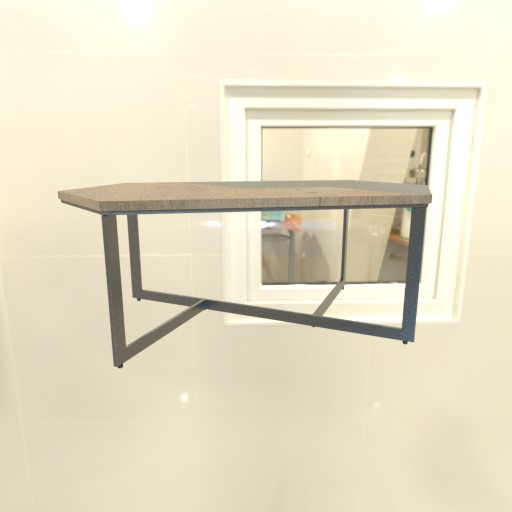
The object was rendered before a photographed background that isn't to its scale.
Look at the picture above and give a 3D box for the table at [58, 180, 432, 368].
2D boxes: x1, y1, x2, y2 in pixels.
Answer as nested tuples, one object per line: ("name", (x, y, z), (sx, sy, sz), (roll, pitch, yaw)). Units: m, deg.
("table", (0.000, 0.000, 1.500), (1.219, 0.457, 0.609), (-2, 14, -10))
